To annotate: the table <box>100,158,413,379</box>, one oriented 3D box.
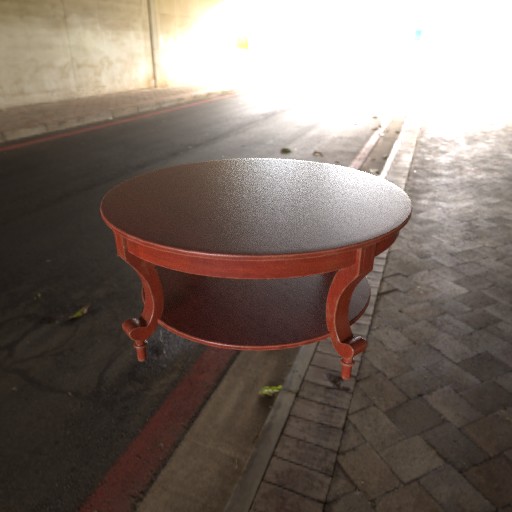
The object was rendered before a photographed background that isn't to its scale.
[{"bbox_3d":[0.000,0.000,1.626,1.029,0.486,1.029,0,25,0],"label":"table"}]
